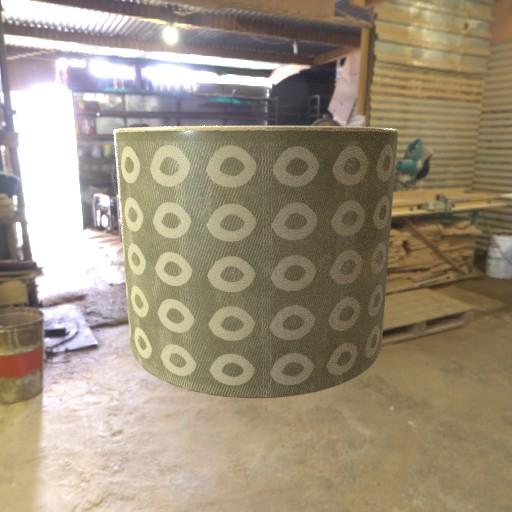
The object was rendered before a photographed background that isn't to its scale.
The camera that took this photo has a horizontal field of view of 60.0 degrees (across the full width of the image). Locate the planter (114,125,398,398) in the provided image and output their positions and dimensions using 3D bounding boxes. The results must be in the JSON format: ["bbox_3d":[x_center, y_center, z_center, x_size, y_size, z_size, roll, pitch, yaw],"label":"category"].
[{"bbox_3d":[0.000,0.000,0.438,0.250,0.239,0.250,0,14,0],"label":"planter"}]
